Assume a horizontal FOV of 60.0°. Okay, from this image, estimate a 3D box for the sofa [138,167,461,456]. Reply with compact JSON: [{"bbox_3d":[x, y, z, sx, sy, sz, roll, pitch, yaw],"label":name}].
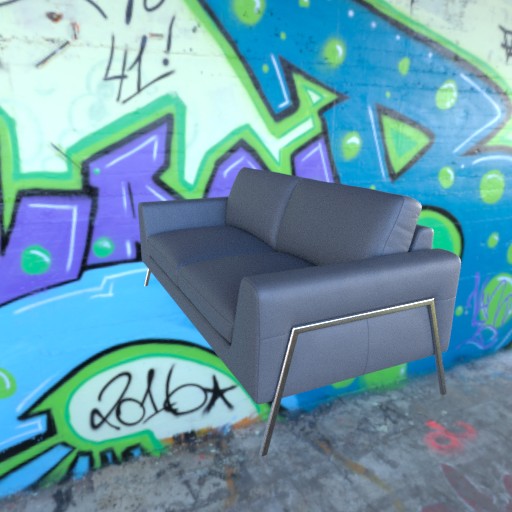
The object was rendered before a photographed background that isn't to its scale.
[{"bbox_3d":[0.000,0.000,2.542,0.953,0.875,2.017,-7,18,-24],"label":"sofa"}]
